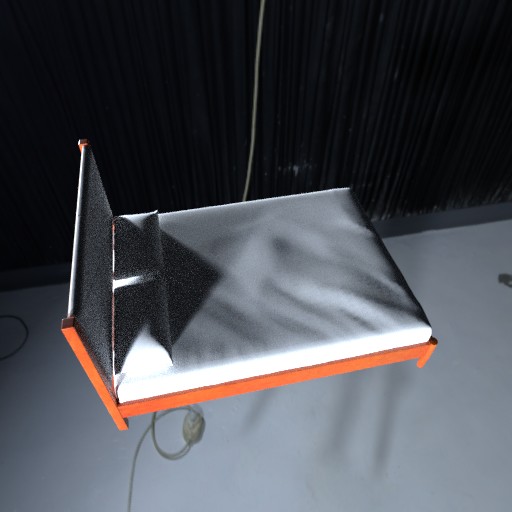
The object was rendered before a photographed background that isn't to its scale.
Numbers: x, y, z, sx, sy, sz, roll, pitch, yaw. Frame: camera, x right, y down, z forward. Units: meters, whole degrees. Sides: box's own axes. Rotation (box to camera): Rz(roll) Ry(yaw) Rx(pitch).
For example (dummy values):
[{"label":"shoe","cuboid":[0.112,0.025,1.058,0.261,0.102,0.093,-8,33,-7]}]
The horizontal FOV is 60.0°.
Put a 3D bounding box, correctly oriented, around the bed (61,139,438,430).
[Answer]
[{"label":"bed","cuboid":[0.000,0.000,3.069,2.117,1.165,1.566,-9,48,-8]}]
